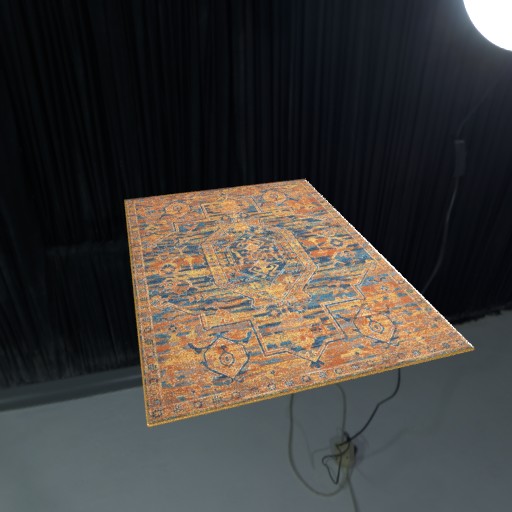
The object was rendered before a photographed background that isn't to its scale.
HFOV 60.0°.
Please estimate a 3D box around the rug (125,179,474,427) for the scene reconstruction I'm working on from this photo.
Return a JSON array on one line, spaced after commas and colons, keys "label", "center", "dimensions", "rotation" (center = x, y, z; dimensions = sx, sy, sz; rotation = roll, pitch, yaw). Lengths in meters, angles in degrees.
[{"label": "rug", "center": [0.000, 0.000, 3.749], "dimensions": [2.043, 0.019, 2.916], "rotation": [-9, 33, -14]}]
